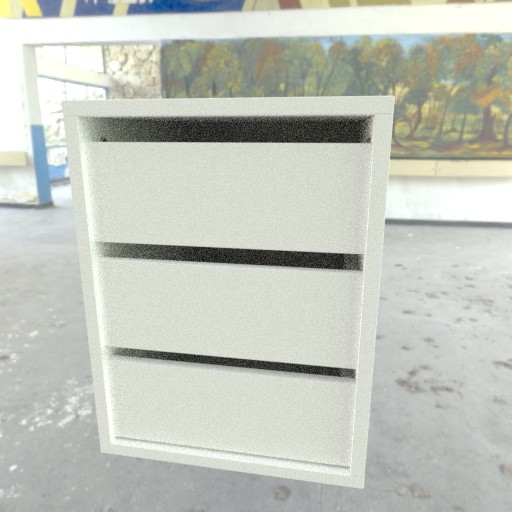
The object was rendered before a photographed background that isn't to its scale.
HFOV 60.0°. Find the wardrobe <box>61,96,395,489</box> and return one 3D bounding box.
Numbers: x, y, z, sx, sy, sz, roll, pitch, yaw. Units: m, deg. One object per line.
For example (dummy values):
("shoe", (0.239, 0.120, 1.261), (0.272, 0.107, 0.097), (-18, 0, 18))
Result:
("wardrobe", (0.000, 0.000, 0.822), (0.400, 0.520, 0.500), (3, 16, 10))
